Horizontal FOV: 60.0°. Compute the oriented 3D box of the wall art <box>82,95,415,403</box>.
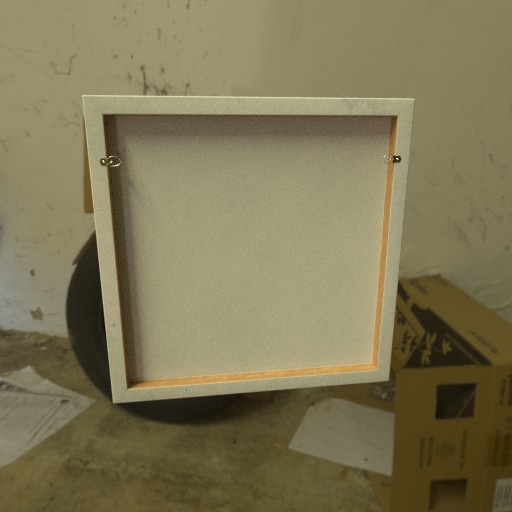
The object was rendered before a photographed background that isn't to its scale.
[{"bbox_3d":[0.000,0.000,0.907,0.612,0.612,0.040,-2,16,-8],"label":"wall art"}]
